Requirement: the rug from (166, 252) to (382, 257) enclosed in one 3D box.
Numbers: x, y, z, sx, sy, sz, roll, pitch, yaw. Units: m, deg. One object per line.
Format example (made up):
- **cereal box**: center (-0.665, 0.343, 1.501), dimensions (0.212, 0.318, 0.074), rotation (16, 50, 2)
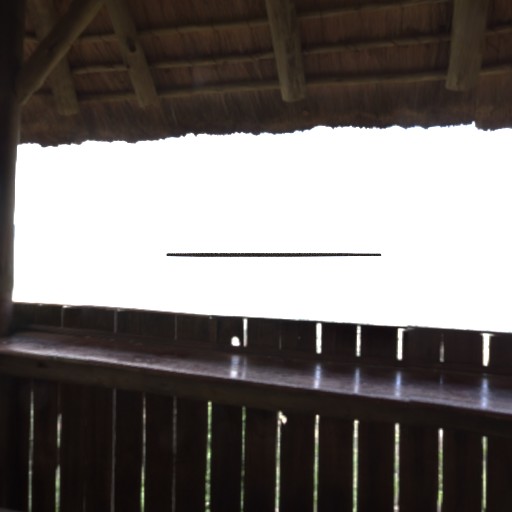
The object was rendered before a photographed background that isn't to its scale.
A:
- **rug**: center (0.000, 0.000, 2.031), dimensions (0.553, 0.012, 1.827), rotation (0, 0, -3)
